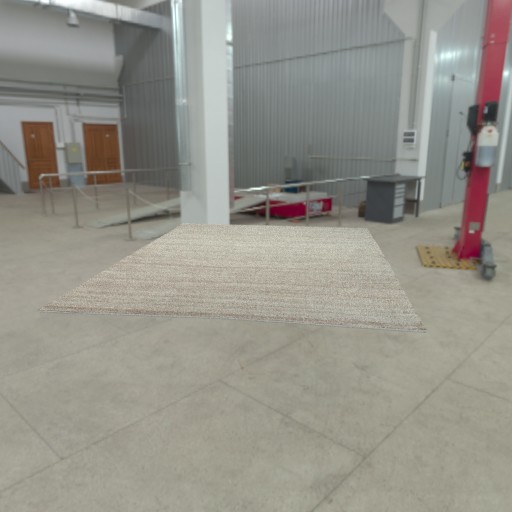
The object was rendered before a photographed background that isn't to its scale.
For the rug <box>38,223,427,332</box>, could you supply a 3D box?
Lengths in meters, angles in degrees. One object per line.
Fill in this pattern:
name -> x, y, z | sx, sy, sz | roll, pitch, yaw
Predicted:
rug -> 0.000, 0.000, 4.247 | 2.434, 0.045, 3.202 | 2, 14, 8
